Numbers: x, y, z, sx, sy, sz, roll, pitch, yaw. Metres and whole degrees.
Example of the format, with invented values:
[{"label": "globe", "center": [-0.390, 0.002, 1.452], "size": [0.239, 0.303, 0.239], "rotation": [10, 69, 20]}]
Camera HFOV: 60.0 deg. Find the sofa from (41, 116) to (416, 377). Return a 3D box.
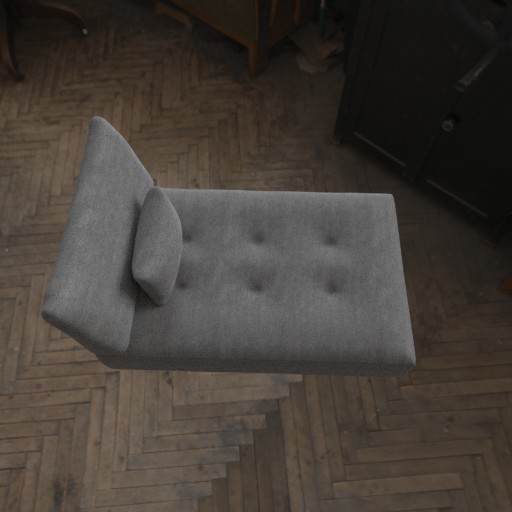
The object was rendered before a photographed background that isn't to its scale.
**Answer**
[{"label": "sofa", "center": [0.000, 0.000, 2.013], "size": [1.450, 0.820, 0.930], "rotation": [1, 63, 1]}]
